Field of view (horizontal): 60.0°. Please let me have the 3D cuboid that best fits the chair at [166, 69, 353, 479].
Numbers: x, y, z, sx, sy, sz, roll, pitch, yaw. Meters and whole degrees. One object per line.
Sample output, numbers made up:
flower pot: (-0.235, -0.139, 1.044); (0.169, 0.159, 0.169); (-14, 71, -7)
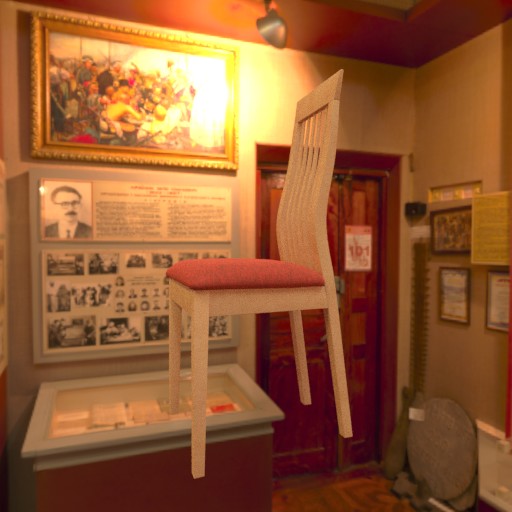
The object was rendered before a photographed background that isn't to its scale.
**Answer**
chair: (0.000, 0.000, 1.302); (0.474, 1.027, 0.460); (-1, 2, -19)
